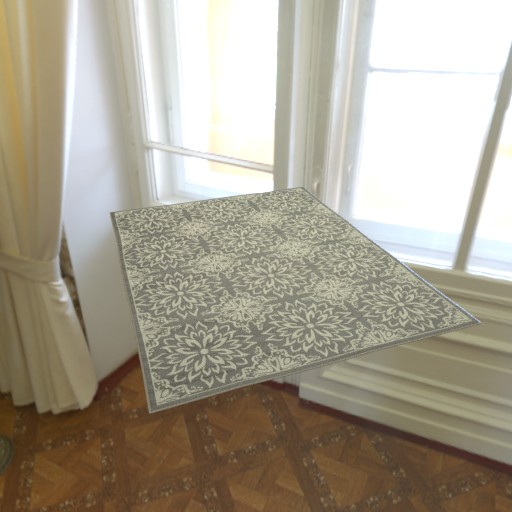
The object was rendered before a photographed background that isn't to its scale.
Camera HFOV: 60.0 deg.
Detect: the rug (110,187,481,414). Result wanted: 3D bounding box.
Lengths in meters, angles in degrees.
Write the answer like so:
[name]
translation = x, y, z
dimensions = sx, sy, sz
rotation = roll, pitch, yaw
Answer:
[rug]
translation = 0.000, 0.000, 4.047
dimensions = 2.363, 0.012, 2.980
rotation = -10, 31, -18
